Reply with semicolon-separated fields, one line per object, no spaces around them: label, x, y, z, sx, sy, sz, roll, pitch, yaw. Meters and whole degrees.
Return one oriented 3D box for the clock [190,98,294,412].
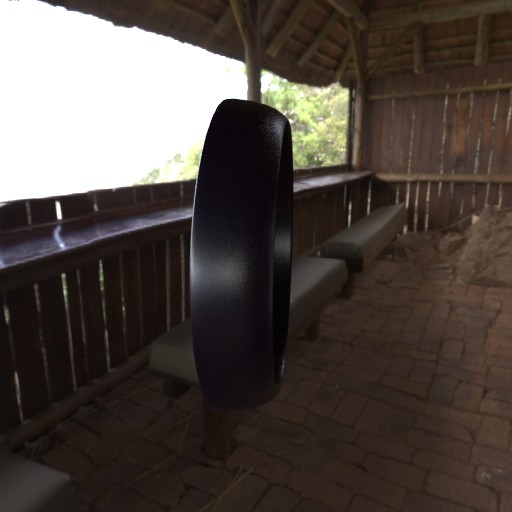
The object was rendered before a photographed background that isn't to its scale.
clock;0.000;0.000;0.446;0.060;0.300;0.300;2;16;7
